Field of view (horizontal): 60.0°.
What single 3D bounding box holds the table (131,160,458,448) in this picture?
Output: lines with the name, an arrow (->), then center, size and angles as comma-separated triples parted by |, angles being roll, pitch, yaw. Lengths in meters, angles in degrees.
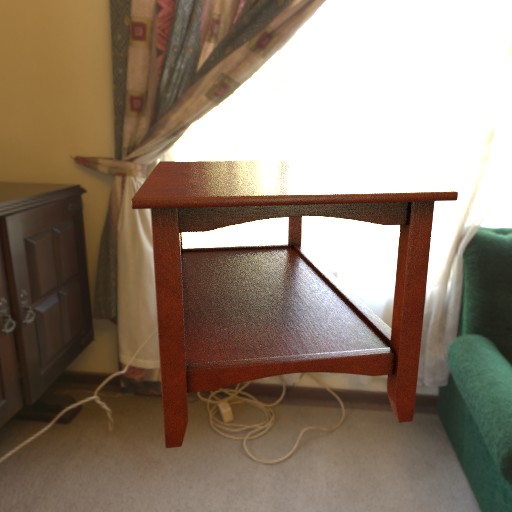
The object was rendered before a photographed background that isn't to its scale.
table -> 0.000, 0.000, 1.207 | 0.533, 0.456, 0.943 | -3, 16, -9
